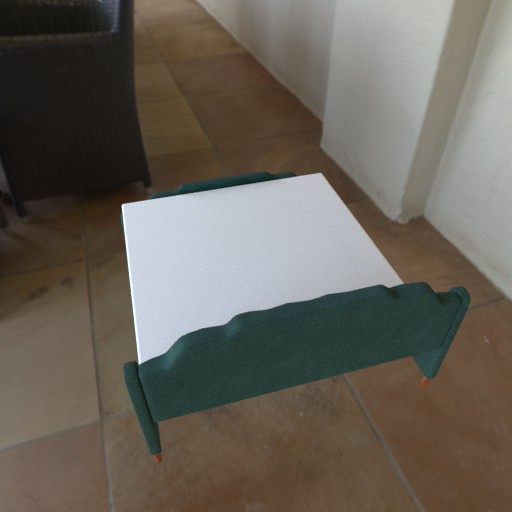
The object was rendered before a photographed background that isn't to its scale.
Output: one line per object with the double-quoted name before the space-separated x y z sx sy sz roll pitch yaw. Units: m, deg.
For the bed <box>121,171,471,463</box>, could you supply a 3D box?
"bed" 0.000 0.000 3.572 2.074 1.245 2.340 -11 43 -12
